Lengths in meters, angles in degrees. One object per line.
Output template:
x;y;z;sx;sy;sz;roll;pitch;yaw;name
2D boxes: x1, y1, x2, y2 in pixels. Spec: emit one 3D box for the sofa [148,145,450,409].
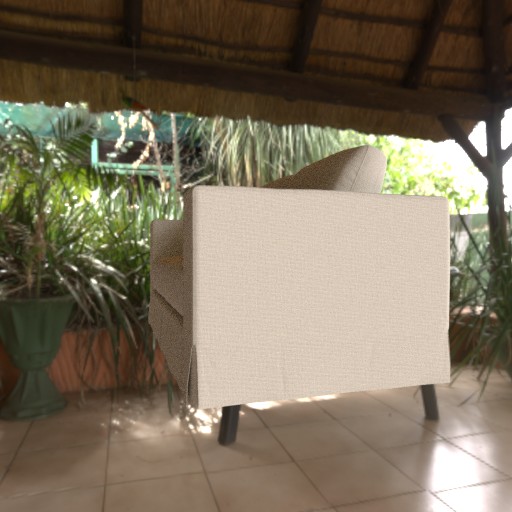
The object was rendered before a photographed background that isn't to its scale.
0.000;0.000;2.372;1.009;0.932;1.813;0;1;-17;sofa
